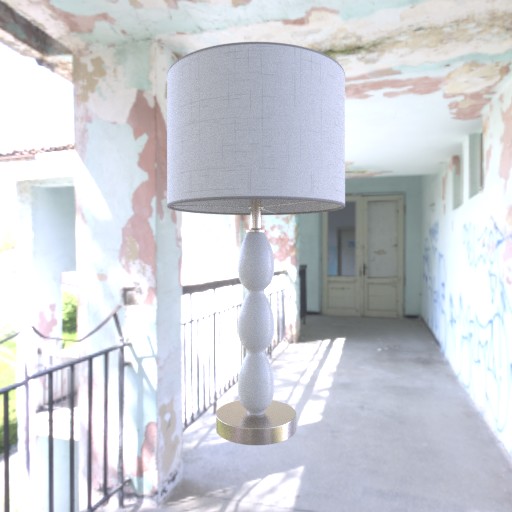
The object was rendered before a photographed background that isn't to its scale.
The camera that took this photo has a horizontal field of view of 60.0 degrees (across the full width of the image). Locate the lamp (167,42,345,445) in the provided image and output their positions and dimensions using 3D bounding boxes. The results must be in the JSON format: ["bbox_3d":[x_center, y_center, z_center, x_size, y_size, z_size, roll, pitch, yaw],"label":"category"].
[{"bbox_3d":[0.000,0.000,0.716,0.282,0.559,0.280,0,1,17],"label":"lamp"}]
